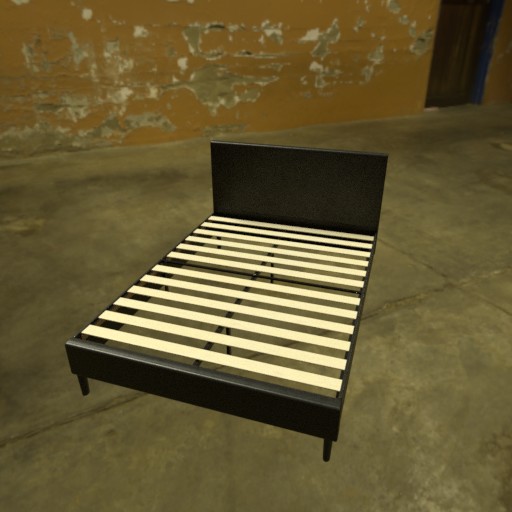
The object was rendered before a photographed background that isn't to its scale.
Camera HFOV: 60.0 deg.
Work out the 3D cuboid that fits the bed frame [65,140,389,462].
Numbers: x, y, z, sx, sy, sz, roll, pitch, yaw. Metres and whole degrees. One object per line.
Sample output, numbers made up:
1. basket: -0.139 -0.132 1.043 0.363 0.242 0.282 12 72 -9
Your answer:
1. bed frame: 0.000 0.000 3.303 1.634 1.127 2.318 9 28 16
